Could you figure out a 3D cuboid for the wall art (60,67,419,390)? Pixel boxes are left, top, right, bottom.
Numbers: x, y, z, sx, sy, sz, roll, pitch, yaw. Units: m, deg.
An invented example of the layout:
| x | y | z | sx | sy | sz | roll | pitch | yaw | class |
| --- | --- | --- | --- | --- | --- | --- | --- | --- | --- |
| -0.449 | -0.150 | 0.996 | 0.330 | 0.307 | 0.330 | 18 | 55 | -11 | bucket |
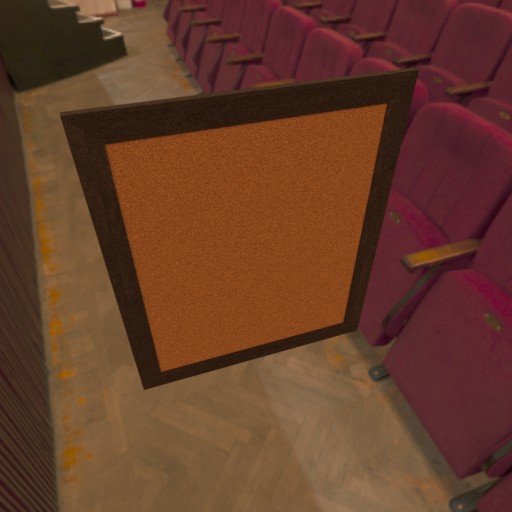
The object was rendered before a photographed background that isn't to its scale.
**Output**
| x | y | z | sx | sy | sz | roll | pitch | yaw | class |
| --- | --- | --- | --- | --- | --- | --- | --- | --- | --- |
| 0.000 | 0.000 | 0.756 | 0.476 | 0.570 | 0.013 | -13 | 43 | -14 | wall art |
